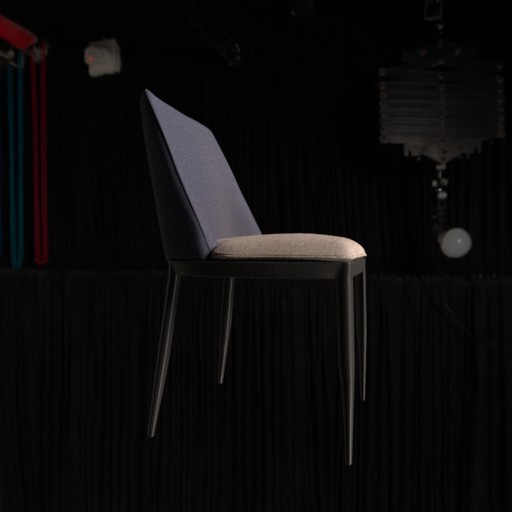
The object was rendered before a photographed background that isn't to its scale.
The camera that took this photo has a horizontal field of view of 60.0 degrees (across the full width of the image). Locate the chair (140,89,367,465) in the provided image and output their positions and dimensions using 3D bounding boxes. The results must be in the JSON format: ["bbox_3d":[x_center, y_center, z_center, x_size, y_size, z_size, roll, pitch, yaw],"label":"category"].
[{"bbox_3d":[0.000,0.000,1.170,0.551,0.839,0.480,0,1,17],"label":"chair"}]
